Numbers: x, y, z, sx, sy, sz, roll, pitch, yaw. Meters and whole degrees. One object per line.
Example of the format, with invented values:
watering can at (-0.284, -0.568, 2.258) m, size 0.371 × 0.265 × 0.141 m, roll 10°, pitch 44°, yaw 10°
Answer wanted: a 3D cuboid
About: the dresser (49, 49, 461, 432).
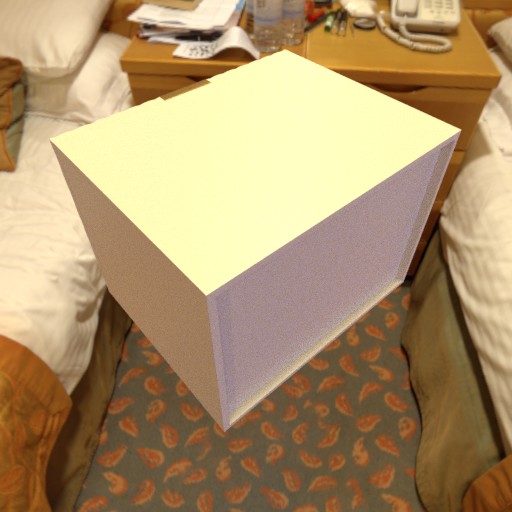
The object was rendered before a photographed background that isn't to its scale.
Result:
dresser at (0.000, 0.000, 0.903) m, size 0.503 × 0.568 × 0.414 m, roll -33°, pitch 55°, yaw -26°
